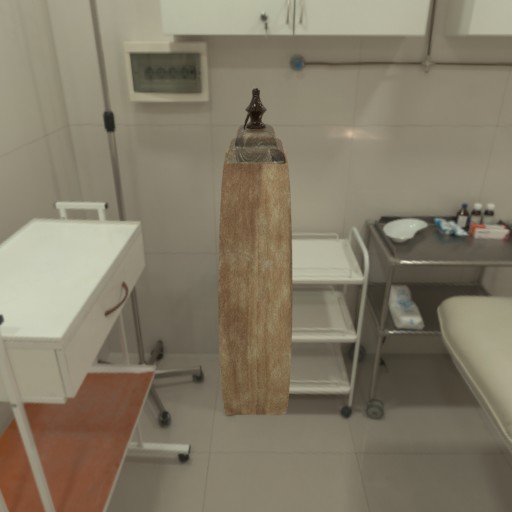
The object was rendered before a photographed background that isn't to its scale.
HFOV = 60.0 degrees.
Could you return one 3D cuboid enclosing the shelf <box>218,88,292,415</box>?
[{"bbox_3d":[0.000,0.000,1.019,0.125,0.725,0.601,0,26,0],"label":"shelf"}]
